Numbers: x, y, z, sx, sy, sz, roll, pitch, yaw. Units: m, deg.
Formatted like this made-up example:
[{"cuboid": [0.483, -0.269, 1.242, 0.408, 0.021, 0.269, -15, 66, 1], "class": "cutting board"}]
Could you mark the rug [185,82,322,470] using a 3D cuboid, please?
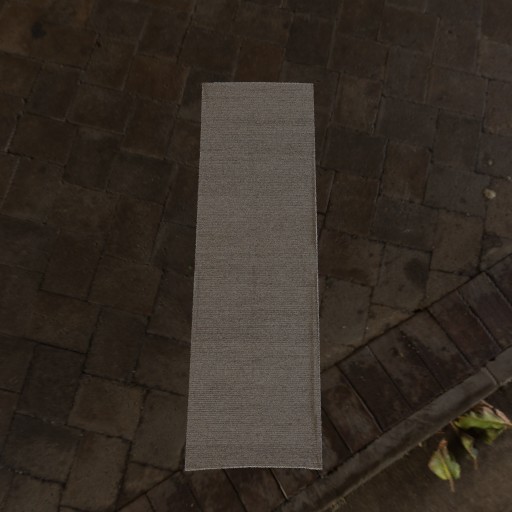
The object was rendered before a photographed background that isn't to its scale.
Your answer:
[{"cuboid": [0.000, 0.000, 2.673, 0.741, 0.014, 2.390, 1, 76, 0], "class": "rug"}]
